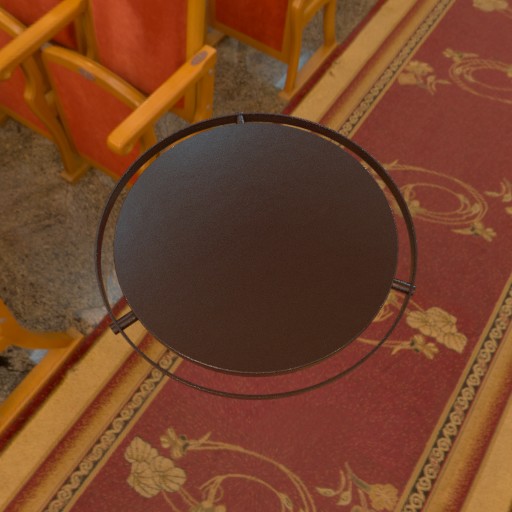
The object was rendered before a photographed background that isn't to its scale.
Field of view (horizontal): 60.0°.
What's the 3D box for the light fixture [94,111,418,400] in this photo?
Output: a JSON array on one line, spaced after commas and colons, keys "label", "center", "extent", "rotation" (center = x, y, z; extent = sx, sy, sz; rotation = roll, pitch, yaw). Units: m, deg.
[{"label": "light fixture", "center": [0.000, 0.000, 0.555], "extent": [0.361, 0.130, 0.361], "rotation": [0, 64, 0]}]
